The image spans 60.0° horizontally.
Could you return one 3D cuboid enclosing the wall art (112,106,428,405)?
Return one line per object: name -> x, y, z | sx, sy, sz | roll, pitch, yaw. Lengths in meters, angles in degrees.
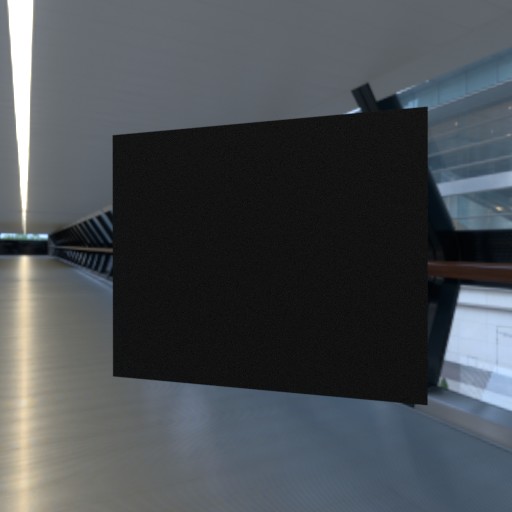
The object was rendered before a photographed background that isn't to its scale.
wall art -> 0.000, 0.000, 0.773 | 0.558, 0.457, 0.031 | 0, 0, 17
